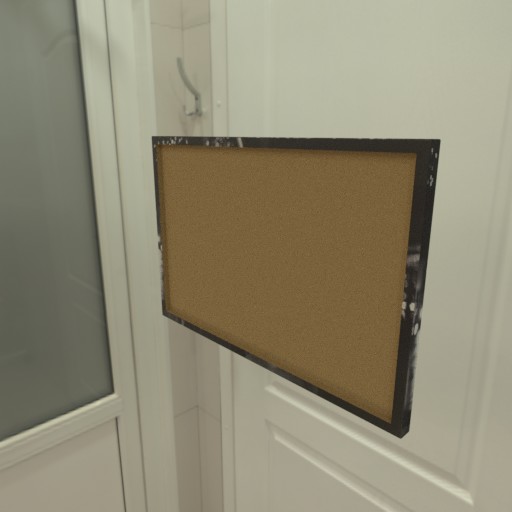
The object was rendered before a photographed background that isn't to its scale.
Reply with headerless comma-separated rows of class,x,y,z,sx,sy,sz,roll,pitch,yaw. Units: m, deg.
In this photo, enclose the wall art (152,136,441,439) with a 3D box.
wall art,0.000,0.000,1.177,0.038,0.609,0.914,-15,21,-42
